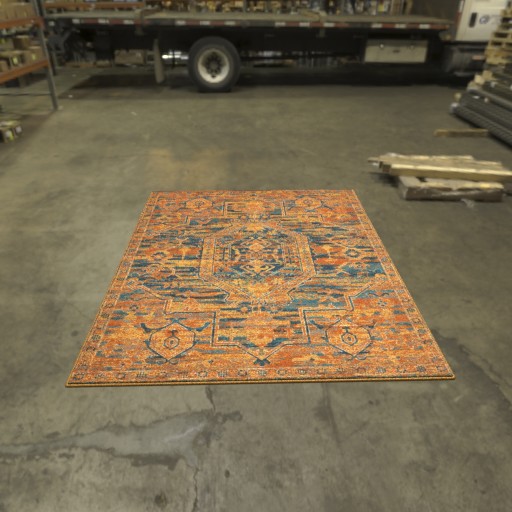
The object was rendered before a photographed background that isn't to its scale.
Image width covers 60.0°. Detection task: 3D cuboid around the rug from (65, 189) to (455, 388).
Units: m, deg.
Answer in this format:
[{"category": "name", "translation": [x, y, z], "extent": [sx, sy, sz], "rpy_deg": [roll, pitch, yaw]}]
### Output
[{"category": "rug", "translation": [0.000, 0.000, 4.049], "extent": [2.435, 0.031, 3.040], "rpy_deg": [-1, 31, -1]}]
